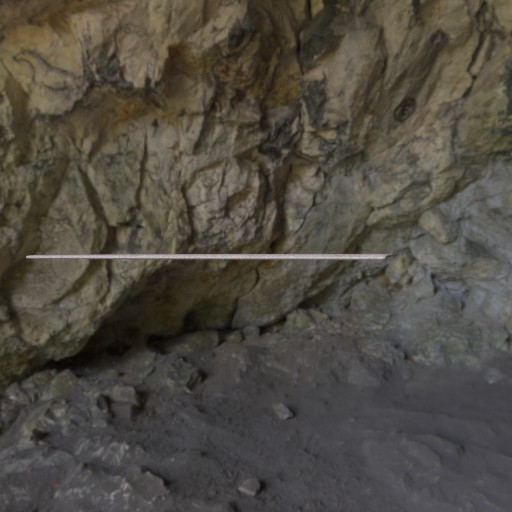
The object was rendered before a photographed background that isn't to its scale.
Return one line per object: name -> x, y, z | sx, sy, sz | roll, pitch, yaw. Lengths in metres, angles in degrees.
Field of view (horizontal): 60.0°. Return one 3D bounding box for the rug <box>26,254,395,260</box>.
rug -> 0.000, 0.000, 4.194 | 2.472, 0.035, 3.017 | 0, 0, 18
